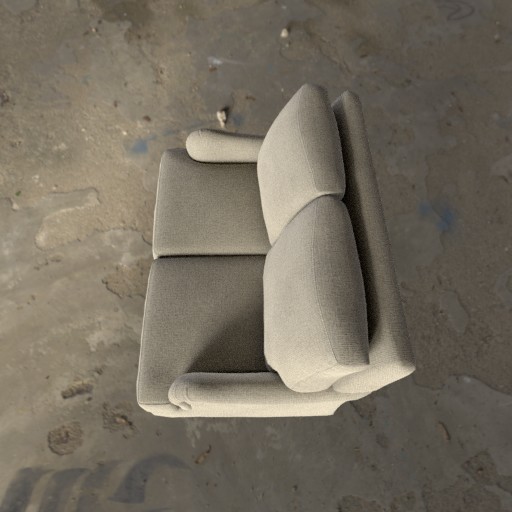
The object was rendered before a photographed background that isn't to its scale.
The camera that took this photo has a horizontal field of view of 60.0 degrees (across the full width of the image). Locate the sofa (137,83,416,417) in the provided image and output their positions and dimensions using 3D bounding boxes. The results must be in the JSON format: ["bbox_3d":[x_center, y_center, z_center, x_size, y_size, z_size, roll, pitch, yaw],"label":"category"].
[{"bbox_3d":[0.000,0.000,2.225,1.087,0.999,1.480,-1,60,-1],"label":"sofa"}]
